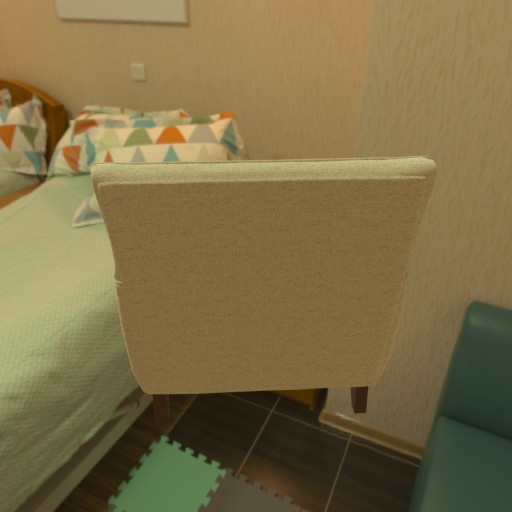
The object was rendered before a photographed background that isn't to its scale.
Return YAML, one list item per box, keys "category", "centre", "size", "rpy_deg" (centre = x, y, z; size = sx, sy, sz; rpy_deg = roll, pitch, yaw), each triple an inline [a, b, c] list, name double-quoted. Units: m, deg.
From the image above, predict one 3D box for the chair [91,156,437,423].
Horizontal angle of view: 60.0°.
- category: "chair"
  centre: [0.000, 0.000, 1.587]
  size: [0.870, 0.943, 0.823]
  rpy_deg: [-2, 31, -3]
